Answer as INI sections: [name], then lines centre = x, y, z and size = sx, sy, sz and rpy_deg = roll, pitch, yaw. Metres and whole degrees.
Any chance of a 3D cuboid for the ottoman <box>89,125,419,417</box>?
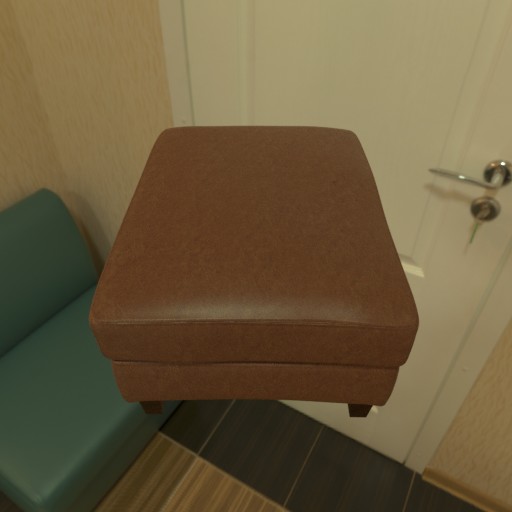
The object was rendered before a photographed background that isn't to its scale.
[ottoman]
centre = 0.000, 0.000, 1.264
size = 0.650, 0.485, 0.851
rpy_deg = 1, 41, 1
